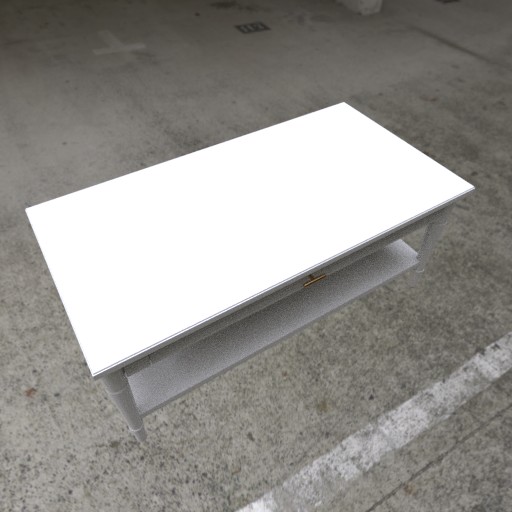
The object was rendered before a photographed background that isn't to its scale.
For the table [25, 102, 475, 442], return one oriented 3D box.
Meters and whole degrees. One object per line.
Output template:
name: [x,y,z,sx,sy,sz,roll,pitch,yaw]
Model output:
table: [0.000,0.000,1.346,1.067,0.457,0.559,-24,51,-21]
